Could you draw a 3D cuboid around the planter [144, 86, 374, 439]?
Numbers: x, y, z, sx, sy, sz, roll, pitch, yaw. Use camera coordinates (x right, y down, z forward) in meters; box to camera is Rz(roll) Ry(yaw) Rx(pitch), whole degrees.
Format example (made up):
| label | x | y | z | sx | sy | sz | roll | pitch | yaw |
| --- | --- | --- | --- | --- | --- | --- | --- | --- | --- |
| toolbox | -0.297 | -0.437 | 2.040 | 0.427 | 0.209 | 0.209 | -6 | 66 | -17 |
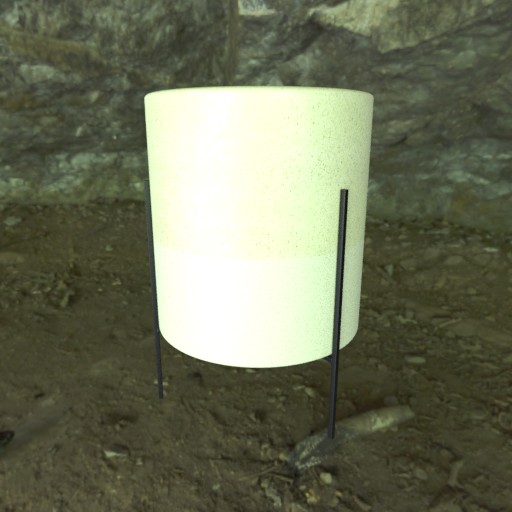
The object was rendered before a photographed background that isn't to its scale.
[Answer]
| label | x | y | z | sx | sy | sz | roll | pitch | yaw |
| --- | --- | --- | --- | --- | --- | --- | --- | --- | --- |
| planter | 0.000 | 0.000 | 0.709 | 0.333 | 0.483 | 0.324 | -3 | 16 | -9 |
